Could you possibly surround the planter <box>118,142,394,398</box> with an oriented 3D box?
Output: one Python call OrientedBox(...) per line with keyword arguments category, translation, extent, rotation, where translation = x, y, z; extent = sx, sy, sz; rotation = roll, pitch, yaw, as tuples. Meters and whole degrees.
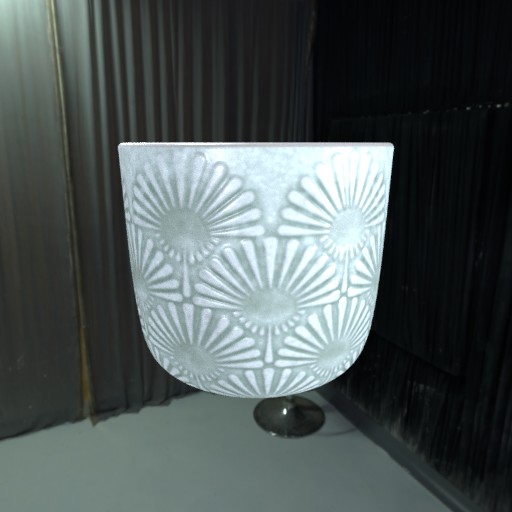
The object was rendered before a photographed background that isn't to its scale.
OrientedBox(category="planter", translation=(0.000, 0.000, 0.221), extent=(0.124, 0.109, 0.124), rotation=(0, 14, 0))
